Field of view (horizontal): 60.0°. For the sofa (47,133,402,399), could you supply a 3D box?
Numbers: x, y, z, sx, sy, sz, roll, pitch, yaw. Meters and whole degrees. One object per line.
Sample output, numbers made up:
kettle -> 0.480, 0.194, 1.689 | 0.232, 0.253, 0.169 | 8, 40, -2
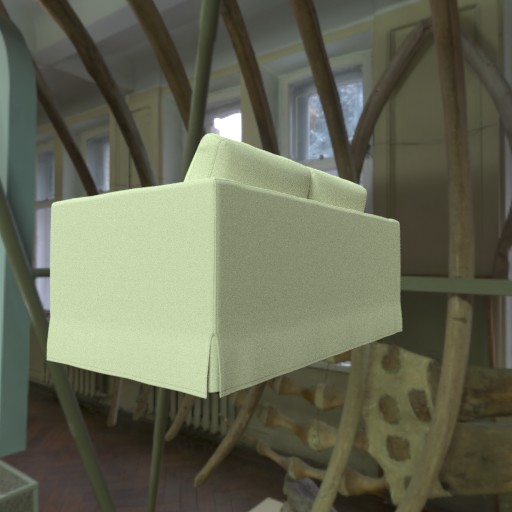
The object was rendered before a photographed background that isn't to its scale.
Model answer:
sofa -> 0.000, 0.000, 2.400 | 1.009, 0.932, 1.813 | -1, -1, 36
